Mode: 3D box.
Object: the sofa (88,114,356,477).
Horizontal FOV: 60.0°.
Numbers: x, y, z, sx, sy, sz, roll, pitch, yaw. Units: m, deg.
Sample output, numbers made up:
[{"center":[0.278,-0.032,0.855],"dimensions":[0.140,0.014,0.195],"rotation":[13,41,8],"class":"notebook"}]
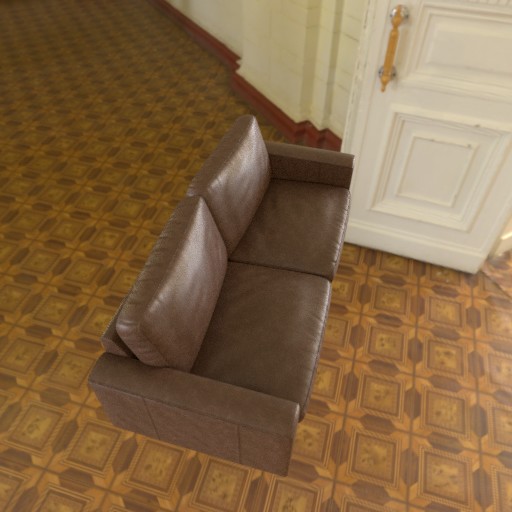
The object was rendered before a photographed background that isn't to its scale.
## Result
[{"center":[0.000,0.000,2.756],"dimensions":[1.016,0.873,2.179],"rotation":[12,48,11],"class":"sofa"}]
